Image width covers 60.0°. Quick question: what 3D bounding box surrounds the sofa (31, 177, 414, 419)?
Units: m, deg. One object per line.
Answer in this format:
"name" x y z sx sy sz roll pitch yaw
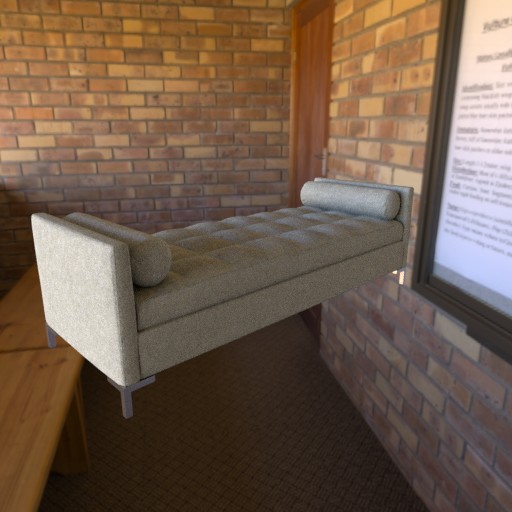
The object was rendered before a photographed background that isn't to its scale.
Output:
"sofa" 0.000 0.000 2.498 2.102 0.657 0.797 -15 22 -42
